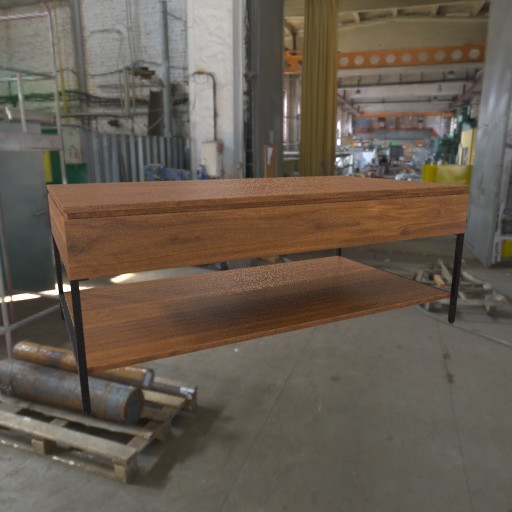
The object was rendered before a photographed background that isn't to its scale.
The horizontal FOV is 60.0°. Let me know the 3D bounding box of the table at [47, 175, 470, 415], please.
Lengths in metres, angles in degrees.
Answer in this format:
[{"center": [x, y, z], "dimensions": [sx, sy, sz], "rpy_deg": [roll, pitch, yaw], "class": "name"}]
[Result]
[{"center": [0.000, 0.000, 1.307], "dimensions": [1.057, 0.414, 0.574], "rpy_deg": [-7, 15, -26], "class": "table"}]
